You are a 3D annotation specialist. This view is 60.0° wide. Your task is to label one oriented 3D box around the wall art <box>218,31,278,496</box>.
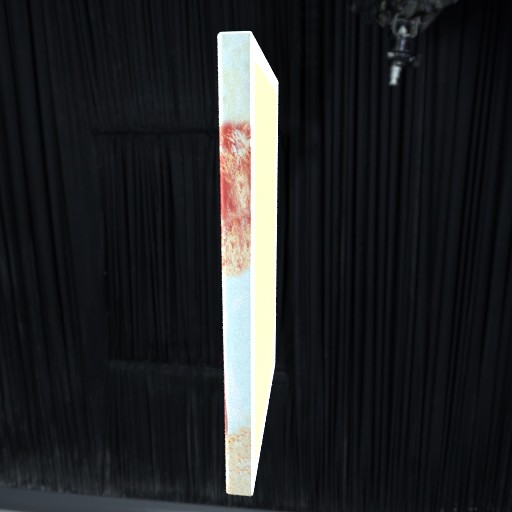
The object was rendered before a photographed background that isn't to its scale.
[{"bbox_3d":[0.000,0.000,0.754,0.038,0.610,0.401,2,14,7],"label":"wall art"}]
